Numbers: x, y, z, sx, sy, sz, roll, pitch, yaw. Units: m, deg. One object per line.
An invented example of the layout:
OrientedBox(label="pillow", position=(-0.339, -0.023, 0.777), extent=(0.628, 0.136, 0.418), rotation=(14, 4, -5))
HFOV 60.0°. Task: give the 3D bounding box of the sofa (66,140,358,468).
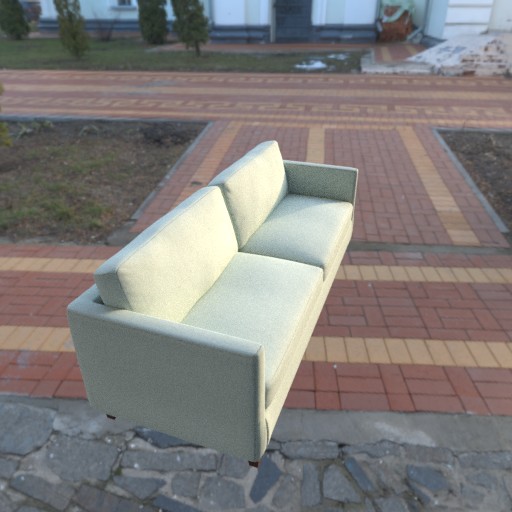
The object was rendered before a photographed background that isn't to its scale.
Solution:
OrientedBox(label="sofa", position=(0.000, 0.000, 2.929), extent=(0.948, 0.965, 2.434), rotation=(10, 31, 18))
